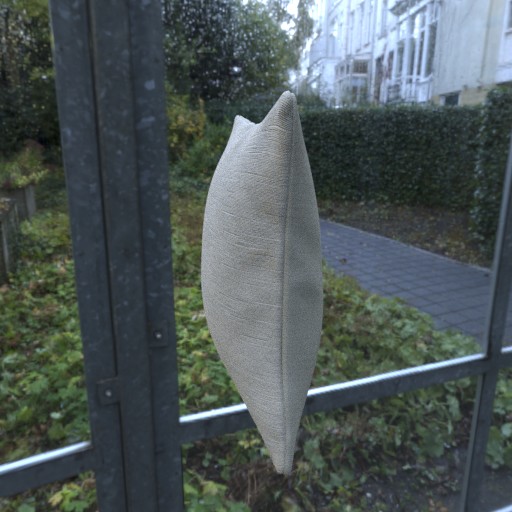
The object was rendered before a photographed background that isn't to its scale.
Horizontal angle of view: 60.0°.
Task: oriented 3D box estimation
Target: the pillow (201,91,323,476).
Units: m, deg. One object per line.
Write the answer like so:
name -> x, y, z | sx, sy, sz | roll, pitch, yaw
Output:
pillow -> 0.000, 0.000, 0.656 | 0.162, 0.420, 0.437 | -2, 15, -8
